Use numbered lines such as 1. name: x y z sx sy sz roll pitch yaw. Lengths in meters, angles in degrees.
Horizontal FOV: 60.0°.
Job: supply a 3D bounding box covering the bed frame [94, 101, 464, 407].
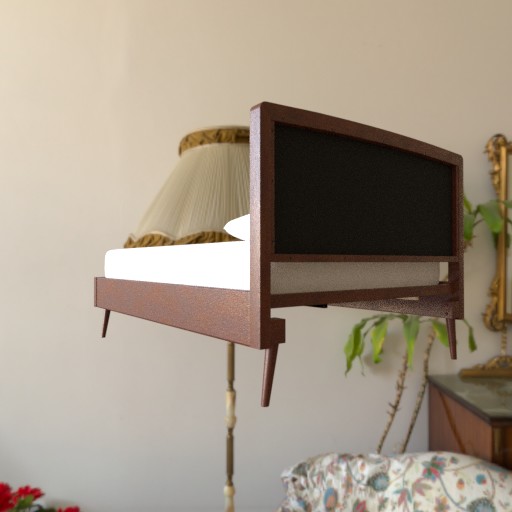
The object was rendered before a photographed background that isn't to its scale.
1. bed frame: 0.000 0.000 3.131 1.587 1.279 2.171 1 -1 -37
